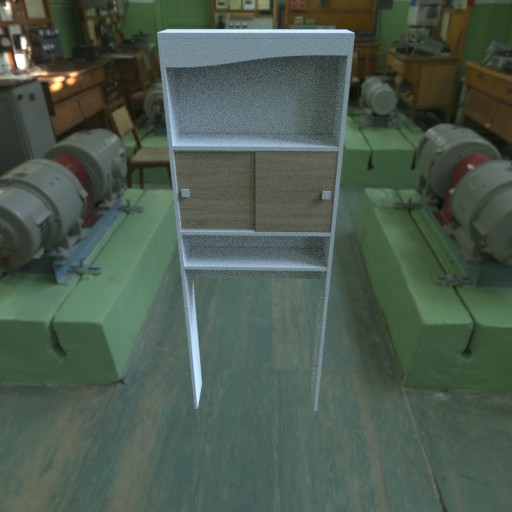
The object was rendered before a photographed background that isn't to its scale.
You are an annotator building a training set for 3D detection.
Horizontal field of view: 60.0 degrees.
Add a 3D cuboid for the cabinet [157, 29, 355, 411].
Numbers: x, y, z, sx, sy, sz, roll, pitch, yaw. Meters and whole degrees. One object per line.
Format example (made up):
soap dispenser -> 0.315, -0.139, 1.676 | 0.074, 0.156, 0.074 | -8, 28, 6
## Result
cabinet -> 0.000, 0.000, 1.953 | 0.643, 1.770, 0.192 | 1, 30, 1
